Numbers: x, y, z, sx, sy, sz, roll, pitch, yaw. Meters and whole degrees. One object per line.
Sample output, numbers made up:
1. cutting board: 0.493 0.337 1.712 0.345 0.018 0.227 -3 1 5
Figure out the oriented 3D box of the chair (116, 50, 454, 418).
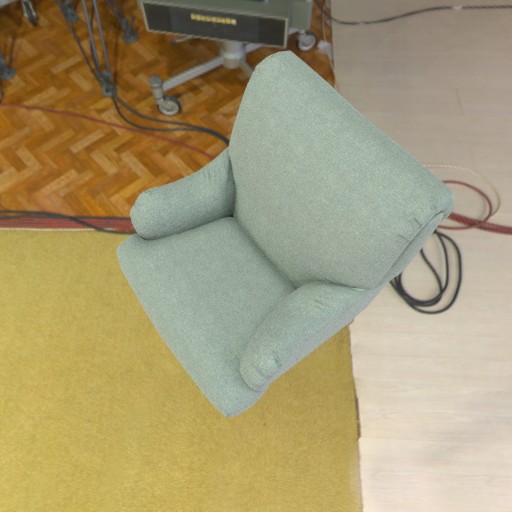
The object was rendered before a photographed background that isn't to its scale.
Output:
1. chair: 0.000 0.000 1.973 1.060 1.178 0.964 -34 68 -16
